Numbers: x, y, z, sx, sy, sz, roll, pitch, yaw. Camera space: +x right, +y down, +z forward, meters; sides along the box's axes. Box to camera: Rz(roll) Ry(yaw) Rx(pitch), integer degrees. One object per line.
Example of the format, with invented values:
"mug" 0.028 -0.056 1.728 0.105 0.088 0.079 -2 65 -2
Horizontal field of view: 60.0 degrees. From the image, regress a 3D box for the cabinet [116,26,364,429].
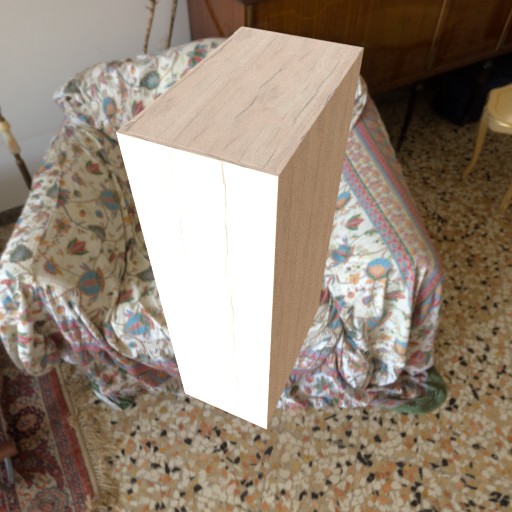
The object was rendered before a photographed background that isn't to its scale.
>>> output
"cabinet" 0.000 0.000 2.393 0.580 1.930 0.980 18 50 16
